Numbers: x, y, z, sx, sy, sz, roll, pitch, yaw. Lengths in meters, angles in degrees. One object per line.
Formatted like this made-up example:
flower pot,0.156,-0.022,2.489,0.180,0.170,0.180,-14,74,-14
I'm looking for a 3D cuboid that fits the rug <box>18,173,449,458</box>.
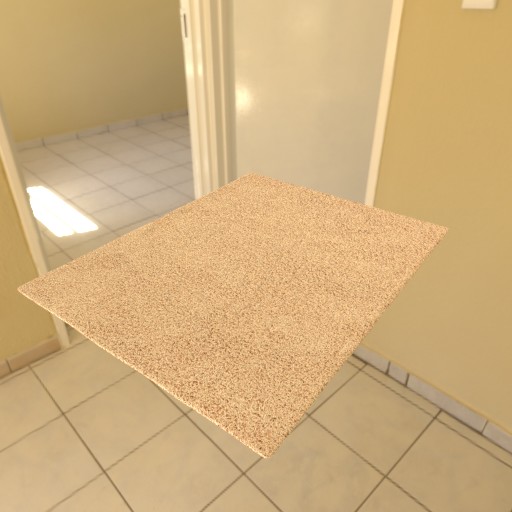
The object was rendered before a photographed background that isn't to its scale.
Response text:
rug,0.000,0.000,3.902,2.438,0.029,3.047,22,38,30
